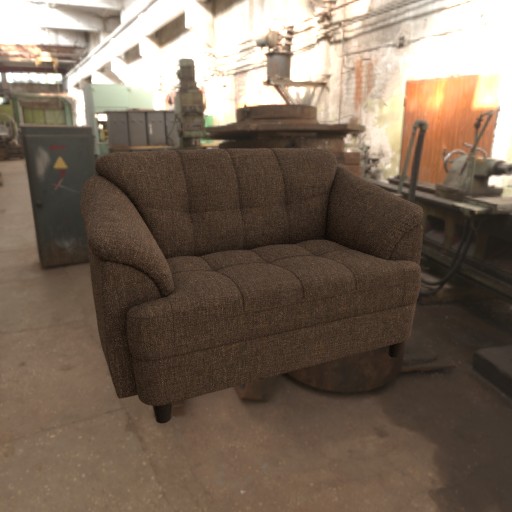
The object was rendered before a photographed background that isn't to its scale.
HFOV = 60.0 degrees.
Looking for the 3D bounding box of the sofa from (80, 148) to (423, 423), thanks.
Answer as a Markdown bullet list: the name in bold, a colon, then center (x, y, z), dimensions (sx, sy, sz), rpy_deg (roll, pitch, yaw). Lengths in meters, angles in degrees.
- **sofa**: center (0.000, 0.000, 1.950), dimensions (1.404, 0.895, 0.799), rpy_deg (-8, 18, -25)
